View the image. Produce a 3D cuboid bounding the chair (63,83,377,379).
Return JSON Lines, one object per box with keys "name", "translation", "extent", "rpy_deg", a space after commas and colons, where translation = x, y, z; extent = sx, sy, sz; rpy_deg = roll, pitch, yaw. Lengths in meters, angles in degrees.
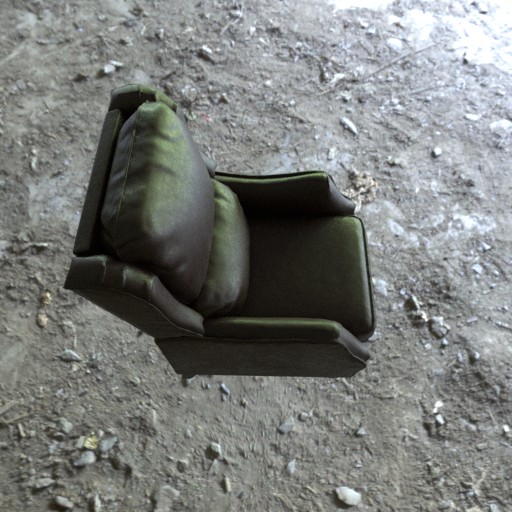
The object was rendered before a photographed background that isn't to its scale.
{"name": "chair", "translation": [0.000, 0.000, 1.732], "extent": [0.982, 1.132, 0.770], "rpy_deg": [1, 62, 1]}
